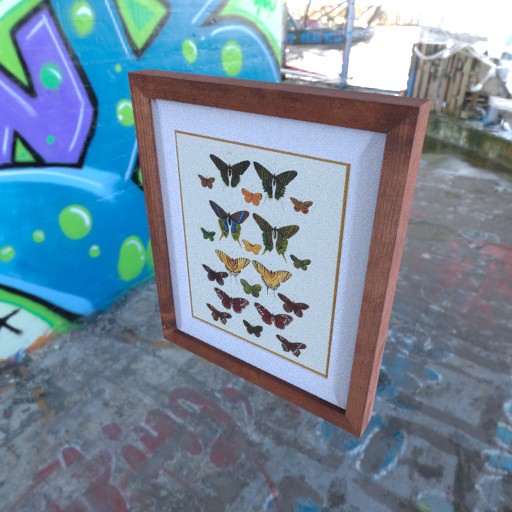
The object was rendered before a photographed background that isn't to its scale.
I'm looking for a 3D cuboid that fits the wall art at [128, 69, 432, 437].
[{"bbox_3d":[0.000,0.000,0.613,0.377,0.449,0.039,19,35,29],"label":"wall art"}]
